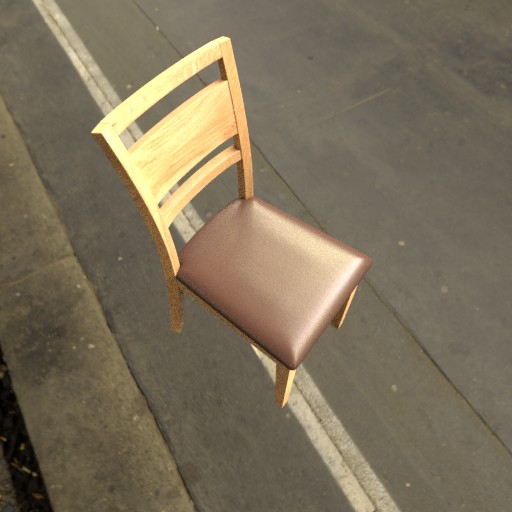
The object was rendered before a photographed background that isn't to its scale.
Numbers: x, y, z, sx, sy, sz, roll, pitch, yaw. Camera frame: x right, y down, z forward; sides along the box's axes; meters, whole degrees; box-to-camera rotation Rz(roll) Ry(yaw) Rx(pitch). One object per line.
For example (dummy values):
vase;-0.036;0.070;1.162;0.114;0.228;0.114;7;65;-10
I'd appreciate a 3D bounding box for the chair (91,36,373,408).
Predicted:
chair;0.000;0.000;1.251;0.545;0.940;0.420;33;63;19
